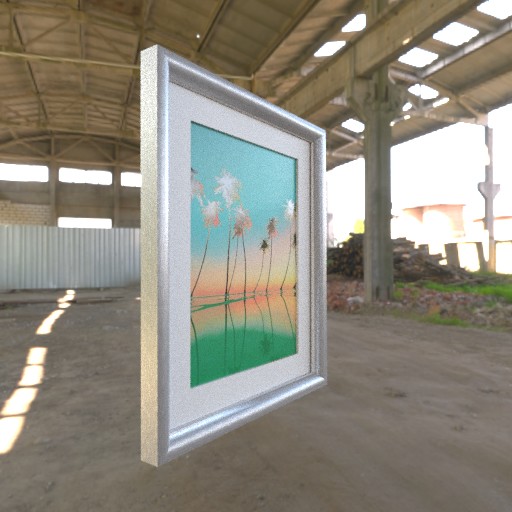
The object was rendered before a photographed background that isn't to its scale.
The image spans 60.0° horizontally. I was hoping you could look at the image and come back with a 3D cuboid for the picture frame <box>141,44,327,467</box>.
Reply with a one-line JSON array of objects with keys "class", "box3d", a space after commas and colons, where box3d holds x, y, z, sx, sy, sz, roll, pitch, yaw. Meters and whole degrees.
[{"class": "picture frame", "box3d": [0.000, 0.000, 0.535, 0.027, 0.378, 0.327, 0, -1, 36]}]
